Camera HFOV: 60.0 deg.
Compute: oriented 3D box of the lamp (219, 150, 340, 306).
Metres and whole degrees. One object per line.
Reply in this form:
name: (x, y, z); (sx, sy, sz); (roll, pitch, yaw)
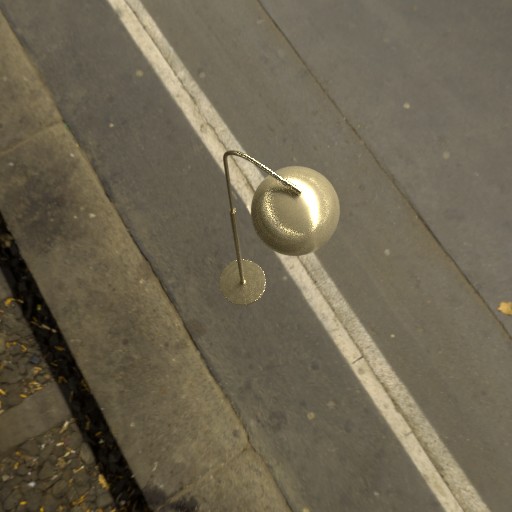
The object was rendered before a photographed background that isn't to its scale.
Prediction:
lamp: (0.000, 0.000, 1.670); (0.431, 1.526, 0.250); (36, 78, 9)
